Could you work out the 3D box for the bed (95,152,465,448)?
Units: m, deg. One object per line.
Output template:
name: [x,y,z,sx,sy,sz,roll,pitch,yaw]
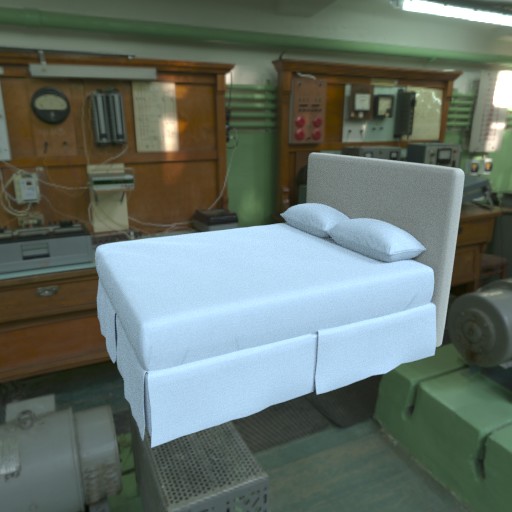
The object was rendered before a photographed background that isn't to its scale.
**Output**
bed: [0.000,0.000,3.235,2.142,1.330,1.748,-8,19,-25]
